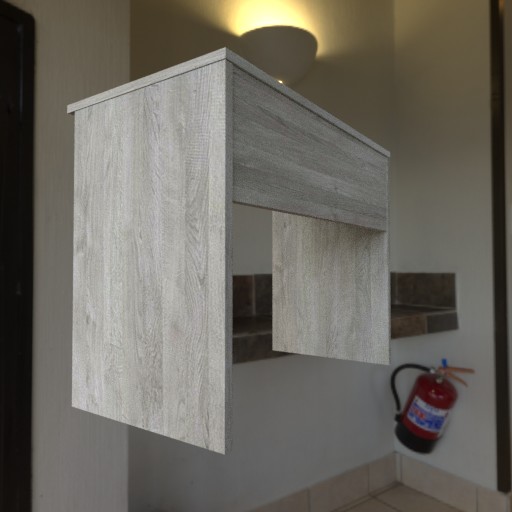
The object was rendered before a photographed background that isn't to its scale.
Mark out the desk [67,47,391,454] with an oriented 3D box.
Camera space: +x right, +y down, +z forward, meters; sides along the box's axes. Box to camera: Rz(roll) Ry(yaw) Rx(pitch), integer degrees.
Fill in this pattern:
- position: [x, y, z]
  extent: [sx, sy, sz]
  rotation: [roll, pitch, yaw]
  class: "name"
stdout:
- position: [0.000, 0.000, 1.294]
  extent: [0.498, 0.724, 0.893]
  rotation: [-1, -2, 35]
  class: "desk"
